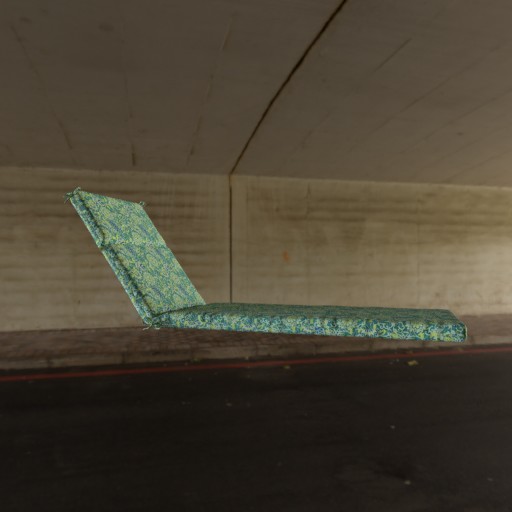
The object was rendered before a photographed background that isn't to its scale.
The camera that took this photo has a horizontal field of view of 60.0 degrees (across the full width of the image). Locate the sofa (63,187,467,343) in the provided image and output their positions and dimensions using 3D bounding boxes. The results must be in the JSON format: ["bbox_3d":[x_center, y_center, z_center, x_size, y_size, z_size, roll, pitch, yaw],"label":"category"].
[{"bbox_3d":[0.000,0.000,1.989,1.663,0.622,0.582,0,-1,18],"label":"sofa"}]
